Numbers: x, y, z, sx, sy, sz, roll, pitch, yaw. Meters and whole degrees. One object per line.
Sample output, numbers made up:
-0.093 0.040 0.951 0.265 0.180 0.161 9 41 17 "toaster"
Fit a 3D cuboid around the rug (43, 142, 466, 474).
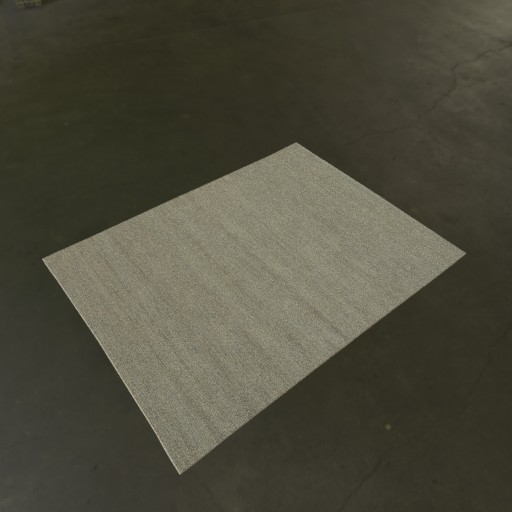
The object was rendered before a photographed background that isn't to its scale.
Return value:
0.000 0.000 4.740 3.626 0.051 2.757 -30 53 -25 "rug"
